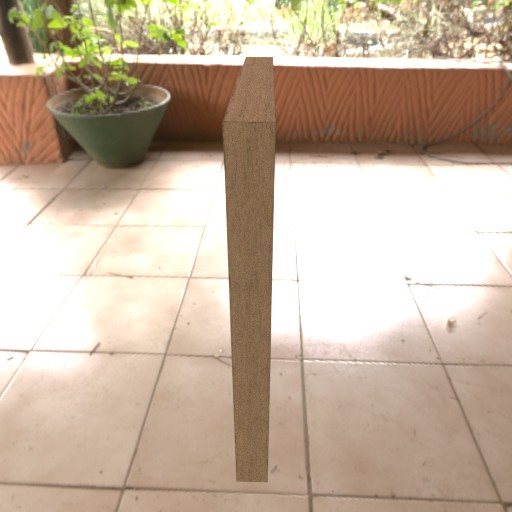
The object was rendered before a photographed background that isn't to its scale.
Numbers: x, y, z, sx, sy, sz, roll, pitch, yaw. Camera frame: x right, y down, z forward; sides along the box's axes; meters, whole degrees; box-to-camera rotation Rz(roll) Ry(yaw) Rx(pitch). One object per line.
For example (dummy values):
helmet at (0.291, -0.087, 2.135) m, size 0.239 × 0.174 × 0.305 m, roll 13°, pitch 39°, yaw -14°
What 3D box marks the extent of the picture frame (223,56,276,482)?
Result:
picture frame at (0.000, 0.000, 0.699) m, size 0.046 × 0.526 × 0.421 m, roll 1°, pitch 31°, yaw 1°
